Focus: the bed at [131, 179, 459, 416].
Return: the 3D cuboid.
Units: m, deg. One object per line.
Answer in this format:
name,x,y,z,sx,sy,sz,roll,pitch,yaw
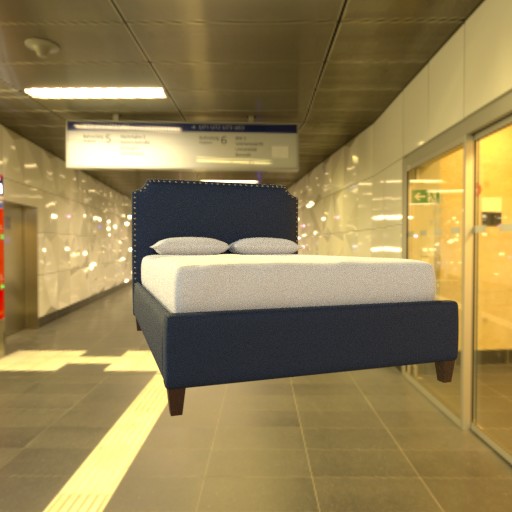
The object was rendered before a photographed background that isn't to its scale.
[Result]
bed,0.000,0.000,3.400,1.712,1.443,2.372,0,1,-19
